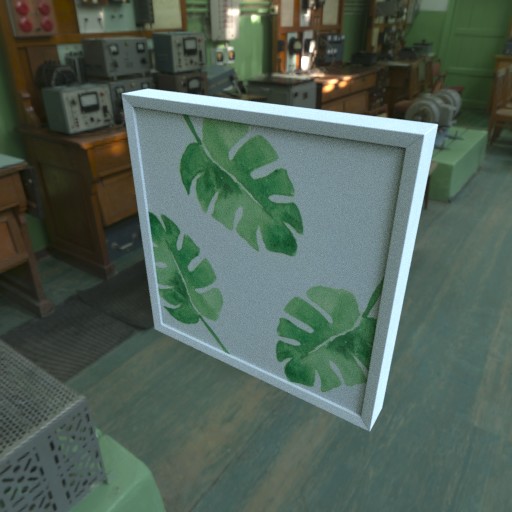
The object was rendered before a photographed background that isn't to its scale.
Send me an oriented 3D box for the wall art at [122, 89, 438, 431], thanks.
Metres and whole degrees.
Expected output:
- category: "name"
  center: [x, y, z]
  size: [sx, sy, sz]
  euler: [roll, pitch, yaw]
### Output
- category: "wall art"
  center: [0.000, 0.000, 0.469]
  size: [0.305, 0.305, 0.038]
  euler: [18, 34, 29]
